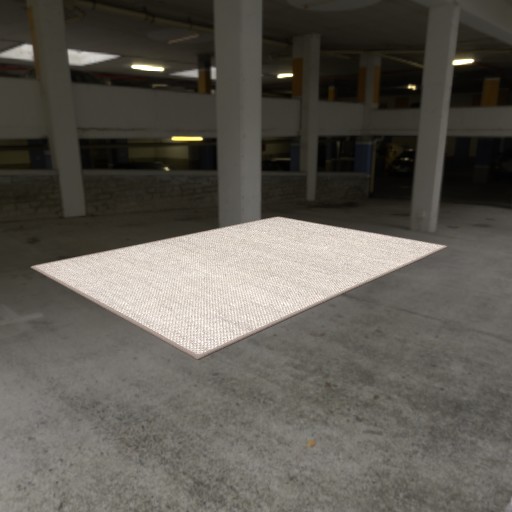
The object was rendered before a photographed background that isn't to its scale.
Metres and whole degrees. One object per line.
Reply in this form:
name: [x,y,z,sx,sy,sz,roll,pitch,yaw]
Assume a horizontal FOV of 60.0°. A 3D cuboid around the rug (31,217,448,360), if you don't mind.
rug: [0.000,0.000,2.728,1.517,0.013,2.115,15,22,42]
